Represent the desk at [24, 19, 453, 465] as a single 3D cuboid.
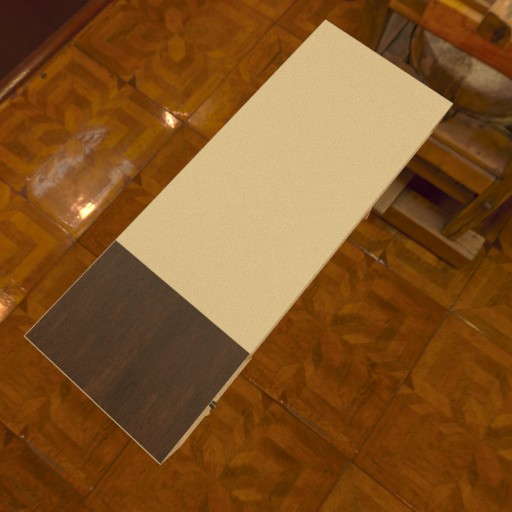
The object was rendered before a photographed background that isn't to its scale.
[{"bbox_3d":[0.000,0.000,1.392,0.409,0.761,1.069,39,78,10],"label":"desk"}]
